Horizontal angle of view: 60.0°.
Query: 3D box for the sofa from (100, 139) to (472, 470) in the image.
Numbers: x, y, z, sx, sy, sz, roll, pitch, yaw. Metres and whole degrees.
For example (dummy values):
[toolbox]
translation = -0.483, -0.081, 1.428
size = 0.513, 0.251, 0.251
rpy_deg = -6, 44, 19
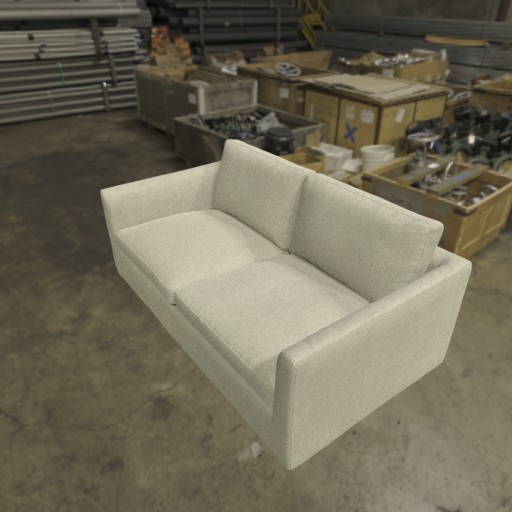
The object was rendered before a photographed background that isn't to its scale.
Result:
[sofa]
translation = 0.000, 0.000, 2.515
size = 1.091, 0.839, 1.905
rpy_deg = -20, 36, -31
